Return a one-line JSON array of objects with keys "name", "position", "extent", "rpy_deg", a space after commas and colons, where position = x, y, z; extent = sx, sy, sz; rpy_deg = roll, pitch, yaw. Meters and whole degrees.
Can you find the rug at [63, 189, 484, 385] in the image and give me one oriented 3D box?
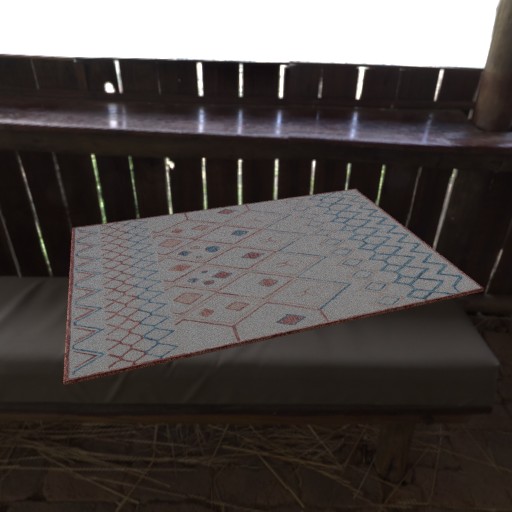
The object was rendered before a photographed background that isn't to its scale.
[{"name": "rug", "position": [0.000, 0.000, 2.301], "extent": [1.829, 0.016, 1.219], "rpy_deg": [-10, 33, -15]}]
